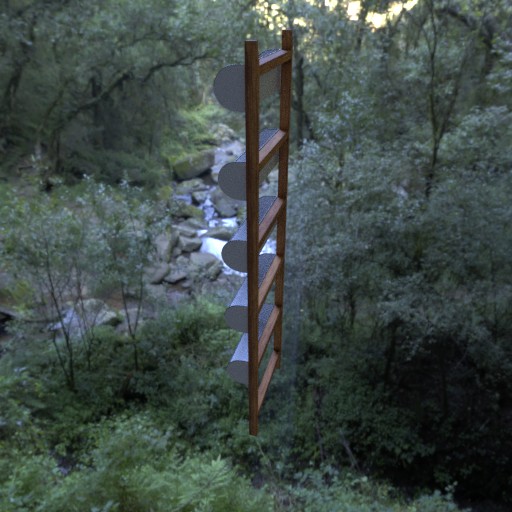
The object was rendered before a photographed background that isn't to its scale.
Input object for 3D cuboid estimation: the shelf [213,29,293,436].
[{"bbox_3d":[0.000,0.000,1.782,0.141,1.600,0.454,8,32,14],"label":"shelf"}]
